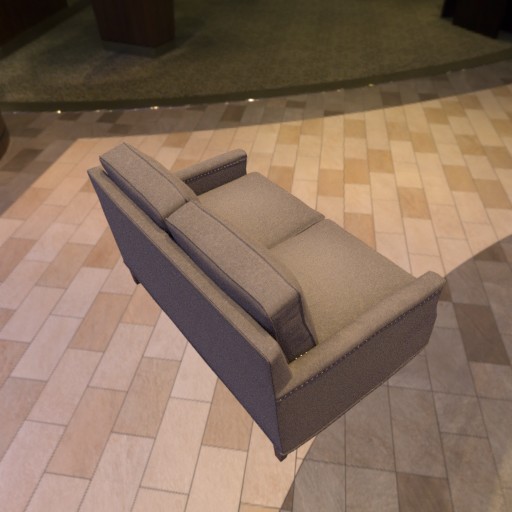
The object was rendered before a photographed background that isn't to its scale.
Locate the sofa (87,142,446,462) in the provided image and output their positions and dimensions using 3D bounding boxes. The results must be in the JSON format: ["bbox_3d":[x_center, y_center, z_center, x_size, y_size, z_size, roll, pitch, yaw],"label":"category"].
[{"bbox_3d":[0.000,0.000,2.308,1.084,1.003,1.597,-27,48,-28],"label":"sofa"}]
